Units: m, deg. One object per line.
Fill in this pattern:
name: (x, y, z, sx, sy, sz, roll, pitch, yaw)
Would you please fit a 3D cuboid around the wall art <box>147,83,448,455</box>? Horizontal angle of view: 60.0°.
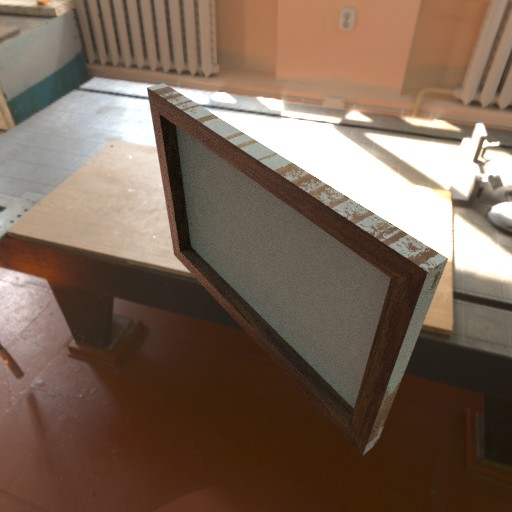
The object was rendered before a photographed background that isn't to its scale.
wall art: (0.000, 0.000, 0.763, 0.035, 0.405, 0.609, -27, 48, -27)
